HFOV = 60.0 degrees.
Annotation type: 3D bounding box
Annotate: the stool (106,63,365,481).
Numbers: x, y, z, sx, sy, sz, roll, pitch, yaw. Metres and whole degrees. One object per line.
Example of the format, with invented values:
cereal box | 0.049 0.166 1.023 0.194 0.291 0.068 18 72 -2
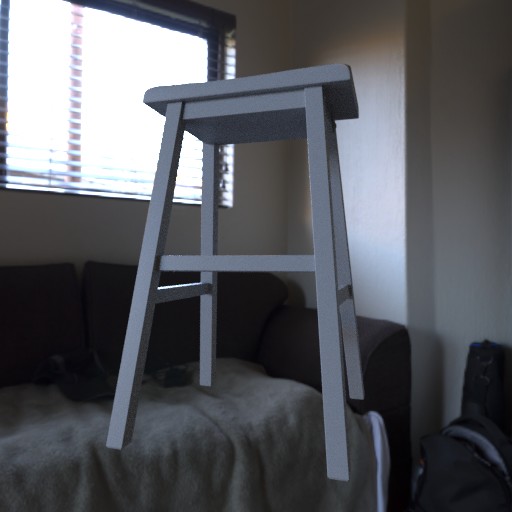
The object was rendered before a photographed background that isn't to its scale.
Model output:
stool | 0.000 0.000 1.015 0.457 0.737 0.476 0 -1 17
